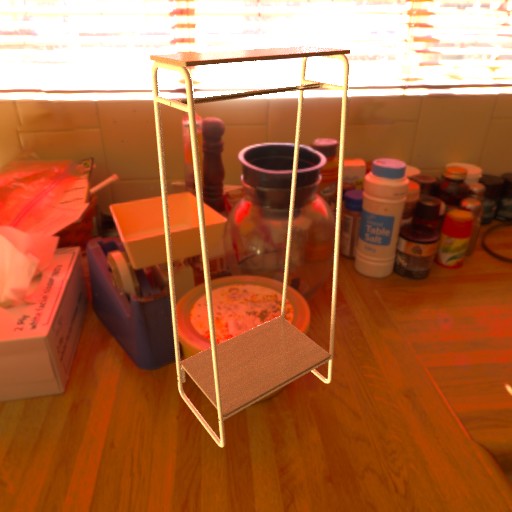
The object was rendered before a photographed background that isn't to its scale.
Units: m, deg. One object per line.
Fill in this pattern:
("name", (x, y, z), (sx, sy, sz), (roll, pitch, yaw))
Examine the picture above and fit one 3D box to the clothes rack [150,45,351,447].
("clothes rack", (0.000, 0.000, 1.803), (0.640, 1.512, 0.400), (-20, 35, -31))
